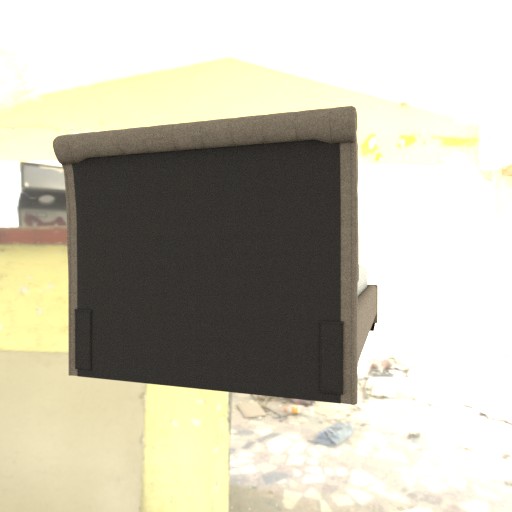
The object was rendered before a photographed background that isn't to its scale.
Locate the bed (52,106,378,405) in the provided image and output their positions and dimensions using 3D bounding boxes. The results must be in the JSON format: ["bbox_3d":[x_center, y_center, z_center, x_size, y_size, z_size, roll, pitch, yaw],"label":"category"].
[{"bbox_3d":[0.000,0.000,3.265,1.645,1.371,2.252,0,0,18],"label":"bed"}]
